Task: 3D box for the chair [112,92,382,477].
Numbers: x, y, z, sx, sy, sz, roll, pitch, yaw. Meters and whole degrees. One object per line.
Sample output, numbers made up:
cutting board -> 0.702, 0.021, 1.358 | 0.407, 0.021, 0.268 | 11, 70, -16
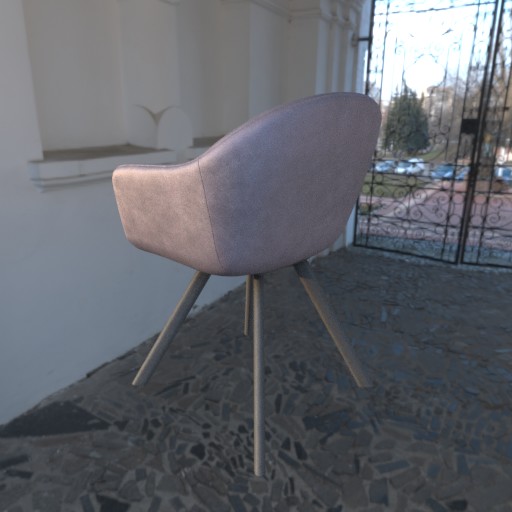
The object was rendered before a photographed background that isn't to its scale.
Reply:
chair -> 0.000, 0.000, 1.152 | 0.544, 0.781, 0.567 | 16, 23, 41
